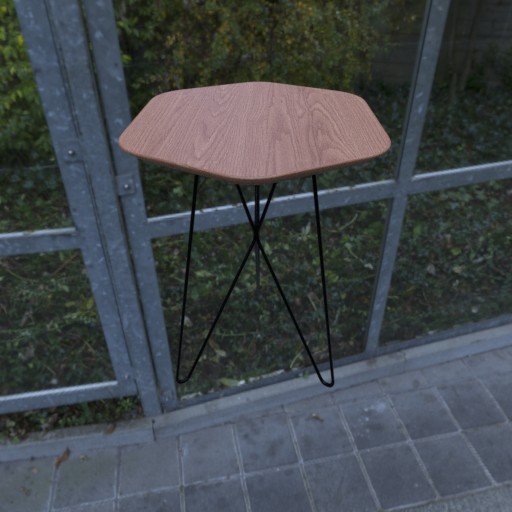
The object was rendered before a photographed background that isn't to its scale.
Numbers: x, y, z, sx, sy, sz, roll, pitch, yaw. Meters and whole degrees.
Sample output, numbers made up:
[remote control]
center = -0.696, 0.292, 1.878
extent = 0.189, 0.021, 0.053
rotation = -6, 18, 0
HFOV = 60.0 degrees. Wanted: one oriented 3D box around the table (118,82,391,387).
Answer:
[table]
center = 0.000, 0.000, 0.895
extent = 0.400, 0.562, 0.500
rotation = 1, 34, 1
